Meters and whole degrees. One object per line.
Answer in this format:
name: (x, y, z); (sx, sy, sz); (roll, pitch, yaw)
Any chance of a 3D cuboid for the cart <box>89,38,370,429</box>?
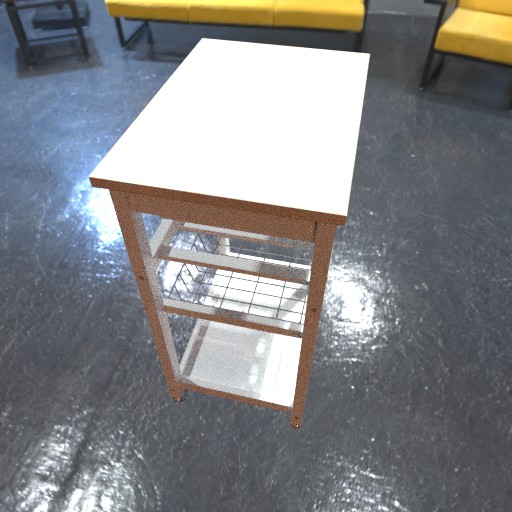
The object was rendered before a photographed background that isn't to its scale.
cart: (0.000, 0.000, 1.169); (0.406, 0.857, 0.578); (10, 47, 9)
